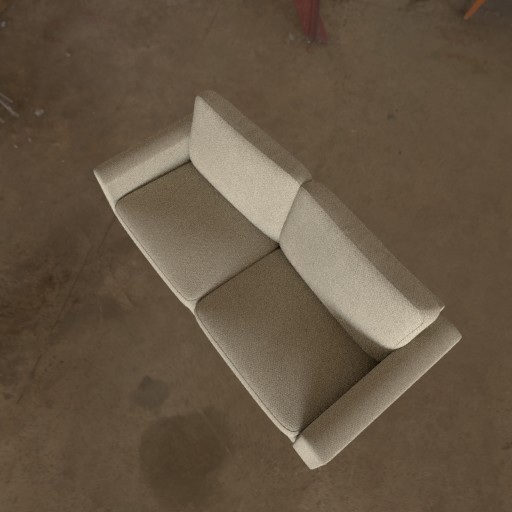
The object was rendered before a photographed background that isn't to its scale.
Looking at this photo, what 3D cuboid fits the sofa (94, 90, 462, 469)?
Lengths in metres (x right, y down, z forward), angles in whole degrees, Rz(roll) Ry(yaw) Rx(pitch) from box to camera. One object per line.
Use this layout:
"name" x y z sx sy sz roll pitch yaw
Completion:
"sofa" 0.000 0.000 2.651 1.016 0.873 2.179 -35 67 -17
